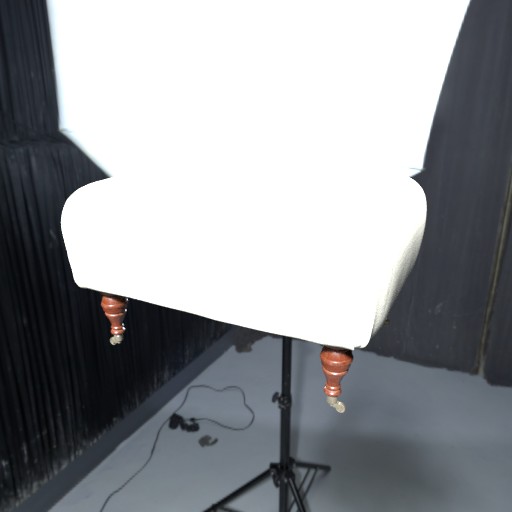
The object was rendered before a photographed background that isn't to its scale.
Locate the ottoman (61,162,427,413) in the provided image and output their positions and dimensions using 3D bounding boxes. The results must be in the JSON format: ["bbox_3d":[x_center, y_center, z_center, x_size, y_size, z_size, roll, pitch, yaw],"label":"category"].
[{"bbox_3d":[0.000,0.000,1.123,0.747,0.450,0.622,9,19,26],"label":"ottoman"}]
